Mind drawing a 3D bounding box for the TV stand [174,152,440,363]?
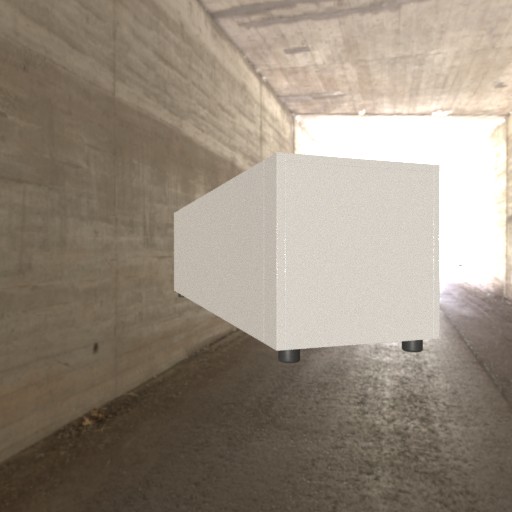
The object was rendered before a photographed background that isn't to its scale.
[{"bbox_3d":[0.000,0.000,1.687,0.410,0.440,1.500,0,1,-18],"label":"TV stand"}]
